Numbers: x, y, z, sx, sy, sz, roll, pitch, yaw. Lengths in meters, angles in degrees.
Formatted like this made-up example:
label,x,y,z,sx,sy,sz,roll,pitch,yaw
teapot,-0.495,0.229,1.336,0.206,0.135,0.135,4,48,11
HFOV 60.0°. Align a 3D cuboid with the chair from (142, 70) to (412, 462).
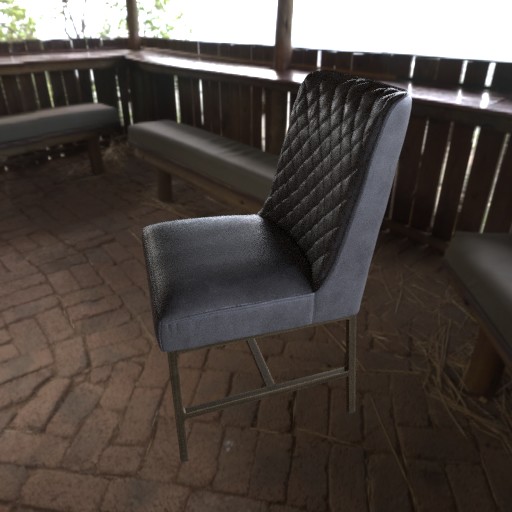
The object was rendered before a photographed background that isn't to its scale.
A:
label,x,y,z,sx,sy,sz,roll,pitch,yaw
chair,0.000,0.000,1.207,0.587,0.889,0.508,-8,29,-14
